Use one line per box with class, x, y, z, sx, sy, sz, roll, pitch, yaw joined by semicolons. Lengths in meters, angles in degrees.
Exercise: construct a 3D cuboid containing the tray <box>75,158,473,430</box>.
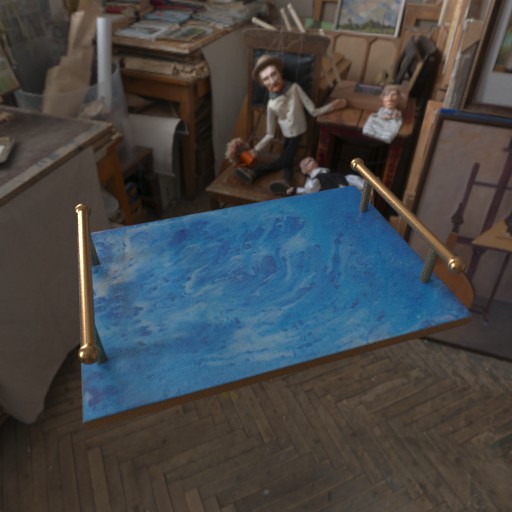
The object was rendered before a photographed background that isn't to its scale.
tray;0.000;0.000;0.564;0.444;0.084;0.304;-12;42;-13
